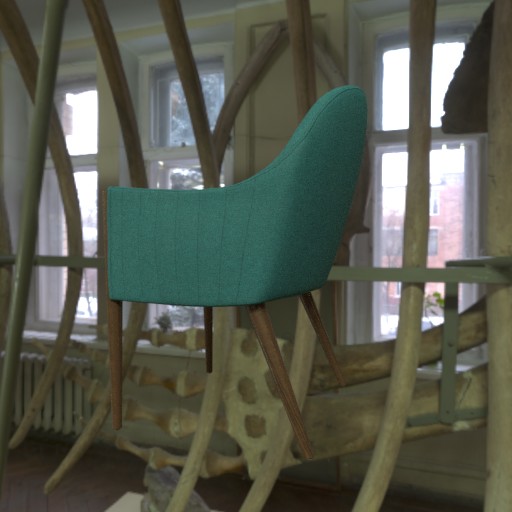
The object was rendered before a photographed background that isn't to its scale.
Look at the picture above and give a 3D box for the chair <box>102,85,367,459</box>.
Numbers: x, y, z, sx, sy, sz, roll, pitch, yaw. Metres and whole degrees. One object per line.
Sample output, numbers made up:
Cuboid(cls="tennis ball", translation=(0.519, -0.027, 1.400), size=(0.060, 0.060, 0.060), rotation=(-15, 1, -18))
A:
Cuboid(cls="chair", translation=(0.000, 0.000, 1.341), size=(0.652, 0.907, 0.656), rotation=(0, 0, 19))
